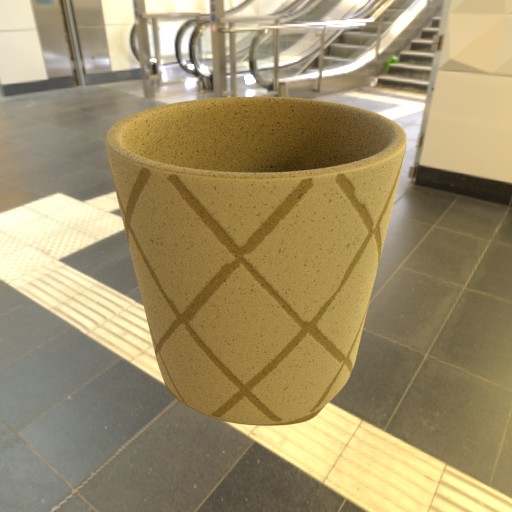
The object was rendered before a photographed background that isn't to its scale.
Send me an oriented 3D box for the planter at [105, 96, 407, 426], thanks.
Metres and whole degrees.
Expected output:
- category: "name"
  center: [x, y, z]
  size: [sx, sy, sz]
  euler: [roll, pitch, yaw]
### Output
- category: "planter"
  center: [0.000, 0.000, 0.341]
  size: [0.191, 0.199, 0.191]
  euler: [0, 31, 0]
